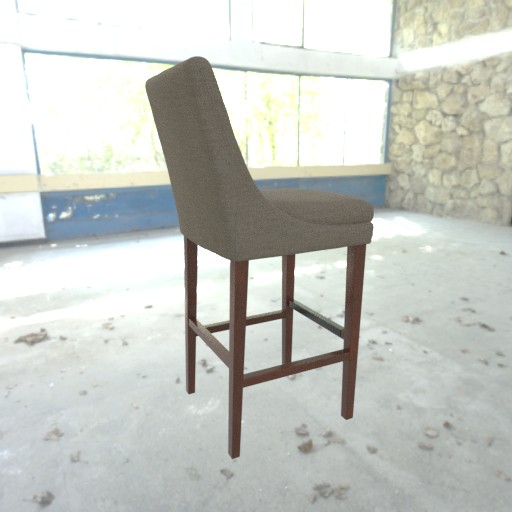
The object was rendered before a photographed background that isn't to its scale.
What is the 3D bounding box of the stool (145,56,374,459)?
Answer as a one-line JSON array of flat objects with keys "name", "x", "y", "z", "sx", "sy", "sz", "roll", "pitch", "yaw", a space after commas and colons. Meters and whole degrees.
[{"name": "stool", "x": 0.000, "y": 0.000, "z": 1.408, "sx": 0.577, "sy": 1.078, "sz": 0.470, "roll": -7, "pitch": 16, "yaw": -26}]
